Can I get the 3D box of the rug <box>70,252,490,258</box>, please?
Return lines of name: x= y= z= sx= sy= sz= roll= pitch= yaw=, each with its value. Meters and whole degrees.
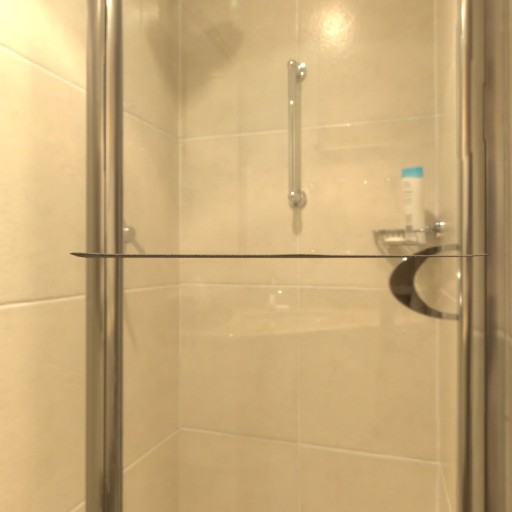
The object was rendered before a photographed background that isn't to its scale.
rug: x=0.000 y=0.000 z=3.952 sx=2.925 sy=0.026 sz=2.343 roll=0 pitch=-1 yaw=-19
